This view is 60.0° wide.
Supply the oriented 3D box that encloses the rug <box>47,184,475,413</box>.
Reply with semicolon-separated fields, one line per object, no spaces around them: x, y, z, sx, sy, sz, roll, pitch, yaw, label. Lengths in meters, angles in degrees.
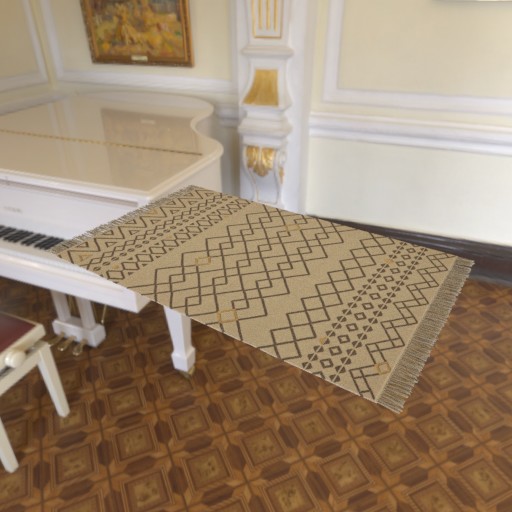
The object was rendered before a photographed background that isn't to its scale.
0.000;0.000;2.959;2.472;0.035;1.495;19;35;29;rug
